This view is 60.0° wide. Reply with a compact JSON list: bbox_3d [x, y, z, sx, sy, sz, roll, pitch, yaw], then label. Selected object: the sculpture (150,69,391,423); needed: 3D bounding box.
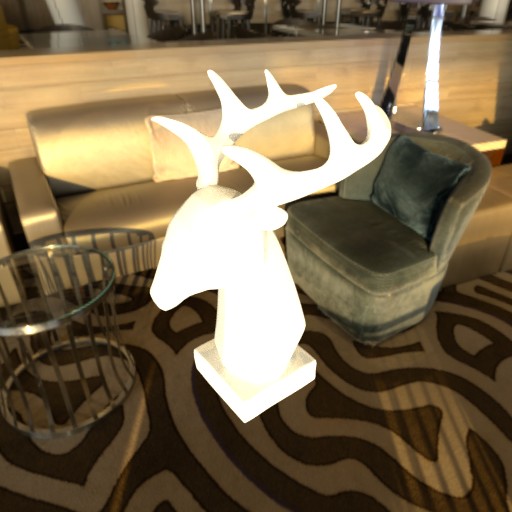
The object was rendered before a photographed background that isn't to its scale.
[{"bbox_3d":[0.000,0.000,0.444,0.224,0.329,0.174,-21,37,-31],"label":"sculpture"}]
